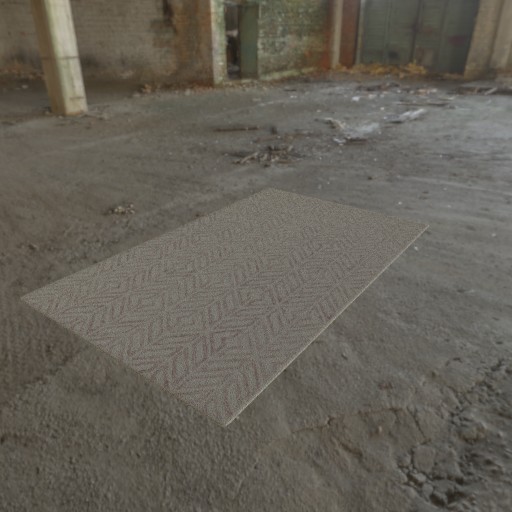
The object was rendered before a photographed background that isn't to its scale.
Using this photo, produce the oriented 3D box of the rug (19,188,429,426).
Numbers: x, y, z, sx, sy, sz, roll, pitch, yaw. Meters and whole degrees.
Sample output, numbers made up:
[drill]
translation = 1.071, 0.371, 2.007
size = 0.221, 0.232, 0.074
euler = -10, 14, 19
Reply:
[rug]
translation = 0.000, 0.000, 2.952
size = 1.523, 0.008, 2.438
euler = 19, 33, 32
